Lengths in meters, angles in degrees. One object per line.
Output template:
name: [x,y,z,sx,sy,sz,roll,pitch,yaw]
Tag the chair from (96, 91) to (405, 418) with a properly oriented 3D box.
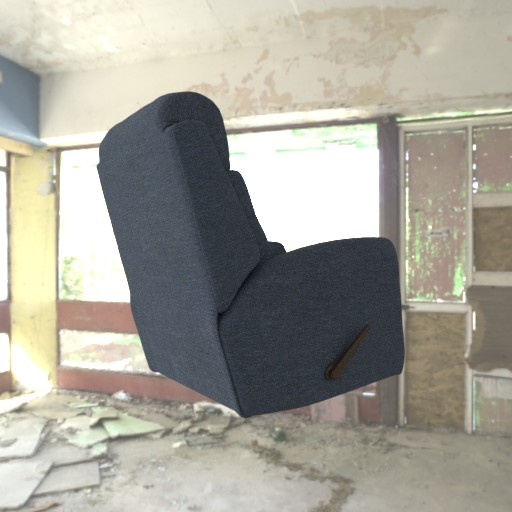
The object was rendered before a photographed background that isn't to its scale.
chair: [0.000,0.000,1.734,1.043,1.013,0.798,0,0,-37]
